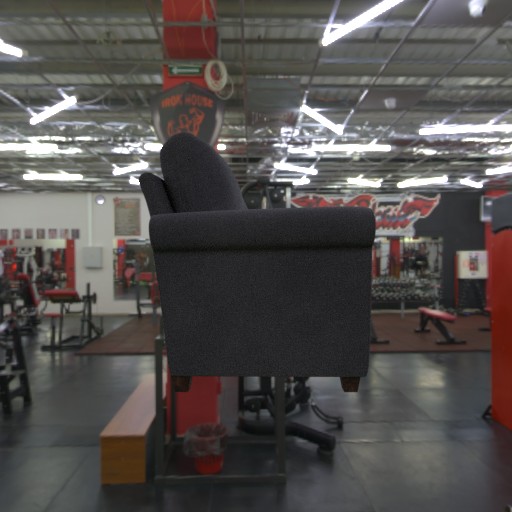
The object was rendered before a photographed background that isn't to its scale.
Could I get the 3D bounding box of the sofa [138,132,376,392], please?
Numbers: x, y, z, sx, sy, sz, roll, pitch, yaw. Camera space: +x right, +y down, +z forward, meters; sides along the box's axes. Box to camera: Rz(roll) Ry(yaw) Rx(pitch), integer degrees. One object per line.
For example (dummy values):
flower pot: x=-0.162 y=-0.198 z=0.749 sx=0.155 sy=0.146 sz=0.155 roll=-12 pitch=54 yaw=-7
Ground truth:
sofa: x=0.000 y=0.000 z=2.439 sx=0.842 sy=0.942 sz=1.935 roll=0 pitch=0 yaw=1
